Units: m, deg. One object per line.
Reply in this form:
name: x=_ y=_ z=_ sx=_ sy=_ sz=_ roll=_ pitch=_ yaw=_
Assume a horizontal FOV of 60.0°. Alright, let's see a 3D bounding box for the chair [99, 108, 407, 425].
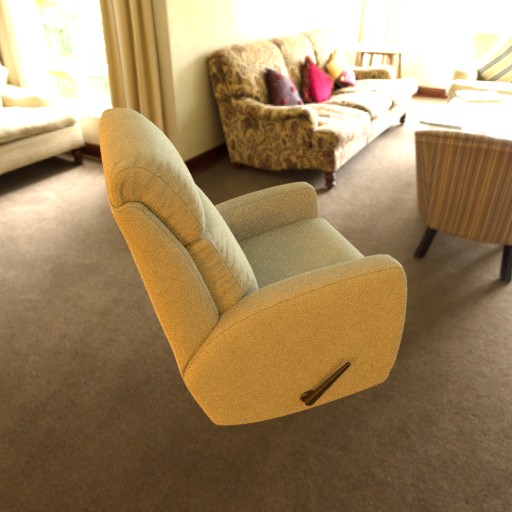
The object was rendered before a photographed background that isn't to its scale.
chair: x=0.000 y=0.000 z=1.628 sx=0.941 sy=1.015 sz=0.812 roll=-10 pitch=33 yaw=-16
